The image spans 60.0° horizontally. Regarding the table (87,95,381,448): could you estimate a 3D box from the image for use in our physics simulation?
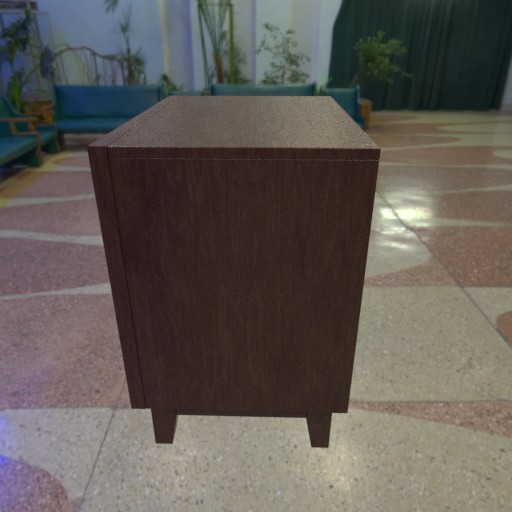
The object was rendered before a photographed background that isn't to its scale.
[{"bbox_3d":[0.000,0.000,0.987,0.449,0.609,0.557,1,27,2],"label":"table"}]
